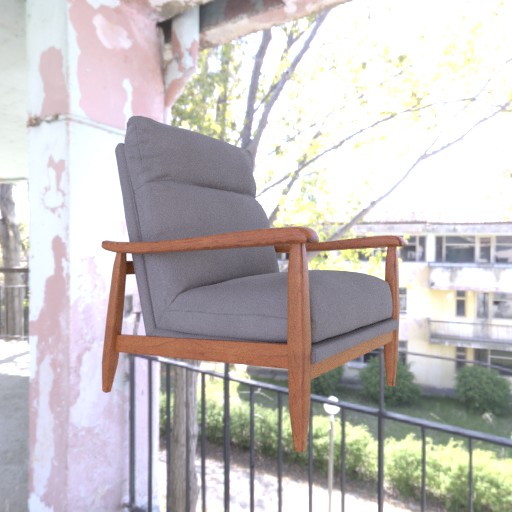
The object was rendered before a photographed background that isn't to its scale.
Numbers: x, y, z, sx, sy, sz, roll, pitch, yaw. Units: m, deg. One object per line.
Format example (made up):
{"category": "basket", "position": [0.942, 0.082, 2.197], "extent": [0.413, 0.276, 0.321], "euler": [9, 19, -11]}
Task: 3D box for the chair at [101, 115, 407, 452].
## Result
{"category": "chair", "position": [0.000, 0.000, 1.528], "extent": [0.816, 0.922, 0.782], "euler": [0, 1, 36]}
